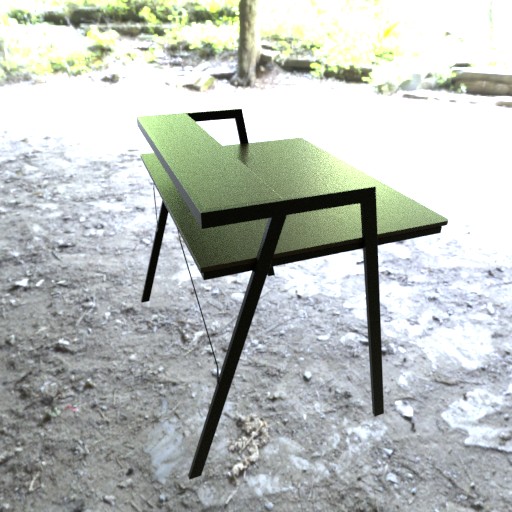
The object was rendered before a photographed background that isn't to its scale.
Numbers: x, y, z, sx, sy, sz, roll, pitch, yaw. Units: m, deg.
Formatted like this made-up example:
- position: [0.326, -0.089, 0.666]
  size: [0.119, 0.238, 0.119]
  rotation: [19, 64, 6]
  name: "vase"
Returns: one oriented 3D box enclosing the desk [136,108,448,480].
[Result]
- position: [0.000, 0.000, 1.908]
  size: [0.936, 0.998, 1.143]
  rotation: [-11, 31, -18]
  name: "desk"
